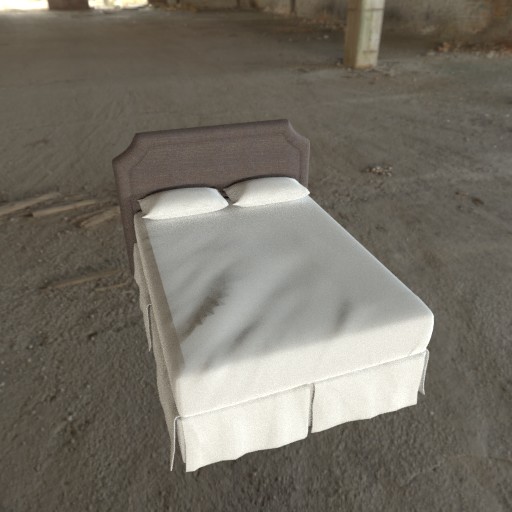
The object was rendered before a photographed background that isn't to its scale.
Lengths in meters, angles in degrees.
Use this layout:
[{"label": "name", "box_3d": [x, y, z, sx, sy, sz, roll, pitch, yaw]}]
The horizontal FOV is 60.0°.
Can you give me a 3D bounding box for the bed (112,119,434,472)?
[{"label": "bed", "box_3d": [0.000, 0.000, 3.109, 1.693, 1.290, 2.116, -10, 33, -16]}]
